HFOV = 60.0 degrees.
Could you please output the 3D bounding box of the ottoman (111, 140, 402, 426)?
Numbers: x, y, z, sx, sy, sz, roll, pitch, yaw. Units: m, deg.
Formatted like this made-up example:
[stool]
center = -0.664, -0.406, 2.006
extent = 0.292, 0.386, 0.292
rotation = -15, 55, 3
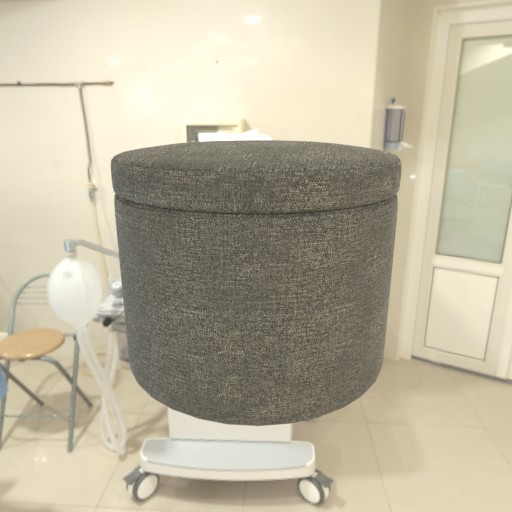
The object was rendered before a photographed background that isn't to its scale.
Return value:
[ottoman]
center = 0.000, 0.000, 0.847
extent = 0.500, 0.419, 0.500
rotation = 0, 17, 0
